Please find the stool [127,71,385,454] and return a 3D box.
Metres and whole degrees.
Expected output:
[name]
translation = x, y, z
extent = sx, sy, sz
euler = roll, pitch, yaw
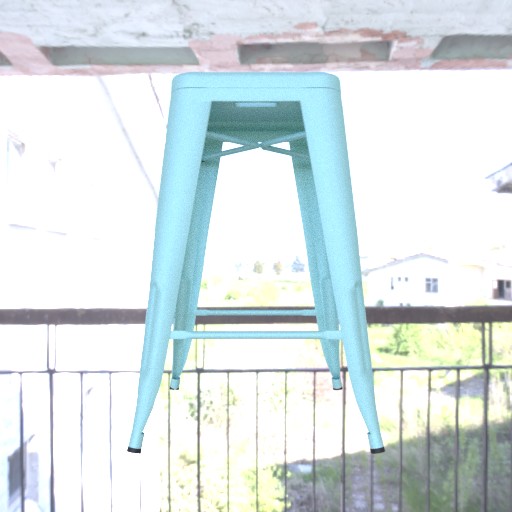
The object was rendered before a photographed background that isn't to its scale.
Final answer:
[stool]
translation = 0.000, 0.000, 0.853
extent = 0.399, 0.609, 0.359
euler = 0, -1, 0
